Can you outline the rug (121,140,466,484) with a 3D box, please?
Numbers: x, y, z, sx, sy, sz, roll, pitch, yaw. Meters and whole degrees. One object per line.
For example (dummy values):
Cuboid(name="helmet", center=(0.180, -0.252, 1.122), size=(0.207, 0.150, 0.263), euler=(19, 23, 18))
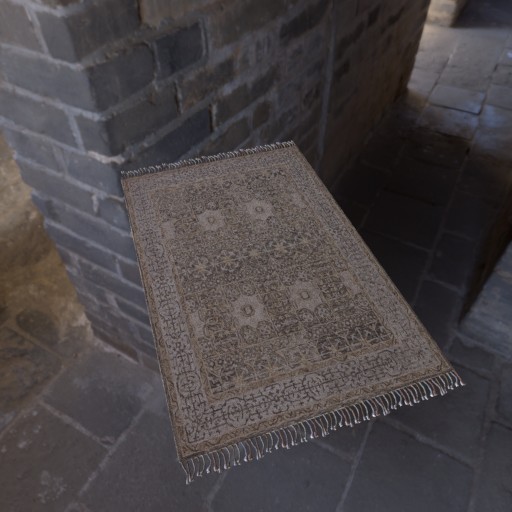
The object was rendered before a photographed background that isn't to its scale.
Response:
Cuboid(name="rug", center=(0.000, 0.000, 2.425), size=(1.237, 0.010, 2.029), euler=(-14, 48, -12))
